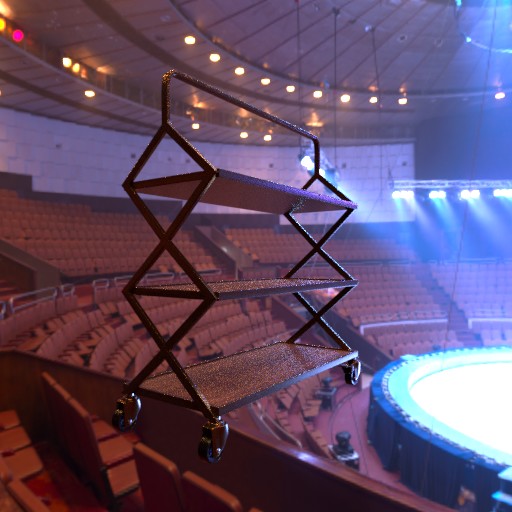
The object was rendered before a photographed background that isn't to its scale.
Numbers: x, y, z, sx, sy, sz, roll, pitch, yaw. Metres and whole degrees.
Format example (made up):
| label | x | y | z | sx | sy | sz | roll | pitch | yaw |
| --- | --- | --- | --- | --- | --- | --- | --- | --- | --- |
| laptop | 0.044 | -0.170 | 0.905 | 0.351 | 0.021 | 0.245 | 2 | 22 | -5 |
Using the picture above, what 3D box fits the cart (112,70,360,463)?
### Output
| label | x | y | z | sx | sy | sz | roll | pitch | yaw |
| --- | --- | --- | --- | --- | --- | --- | --- | --- | --- |
| cart | 0.000 | 0.000 | 1.215 | 0.313 | 0.805 | 0.723 | 0 | -1 | 36 |
